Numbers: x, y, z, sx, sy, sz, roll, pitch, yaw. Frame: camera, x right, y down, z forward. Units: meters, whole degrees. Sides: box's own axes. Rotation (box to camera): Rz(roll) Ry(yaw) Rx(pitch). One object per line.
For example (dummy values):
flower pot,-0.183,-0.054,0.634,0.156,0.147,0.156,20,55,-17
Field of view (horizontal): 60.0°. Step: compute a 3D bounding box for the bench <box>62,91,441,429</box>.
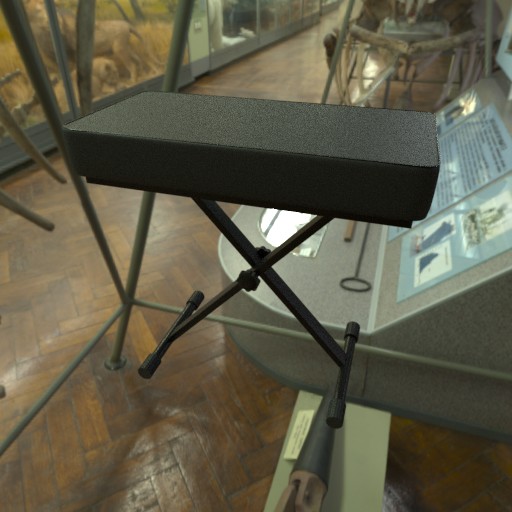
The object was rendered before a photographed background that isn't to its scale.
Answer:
bench,0.000,0.000,0.919,0.600,0.561,0.300,10,34,15
